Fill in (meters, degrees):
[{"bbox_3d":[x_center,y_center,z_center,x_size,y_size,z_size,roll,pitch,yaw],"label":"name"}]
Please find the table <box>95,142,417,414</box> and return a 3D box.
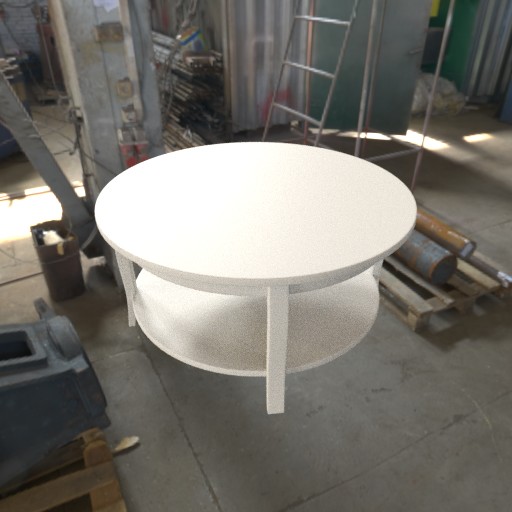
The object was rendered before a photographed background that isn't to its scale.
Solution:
[{"bbox_3d":[0.000,0.000,1.429,0.910,0.457,0.910,0,32,0],"label":"table"}]
